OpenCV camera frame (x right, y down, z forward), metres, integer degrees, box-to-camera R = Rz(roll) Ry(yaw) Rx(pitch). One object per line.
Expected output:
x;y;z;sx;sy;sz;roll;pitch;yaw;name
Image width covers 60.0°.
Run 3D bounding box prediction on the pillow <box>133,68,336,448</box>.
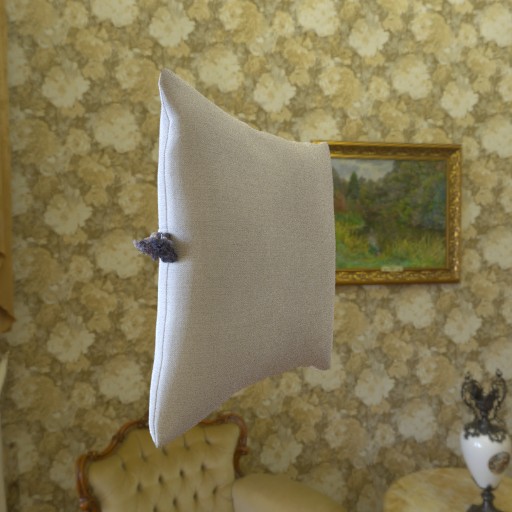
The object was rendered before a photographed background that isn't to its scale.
0.000;0.000;0.755;0.165;0.481;0.489;0;0;36;pillow
